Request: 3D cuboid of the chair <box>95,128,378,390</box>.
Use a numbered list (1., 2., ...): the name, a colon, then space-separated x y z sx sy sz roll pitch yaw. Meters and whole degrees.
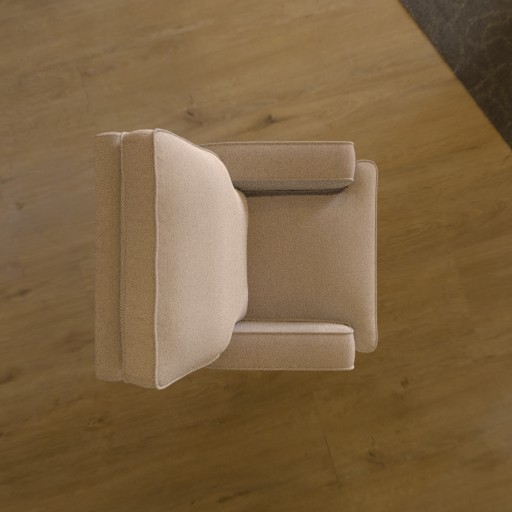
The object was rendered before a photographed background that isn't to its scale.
1. chair: 0.000 0.000 1.687 0.969 0.964 0.861 0 90 0
